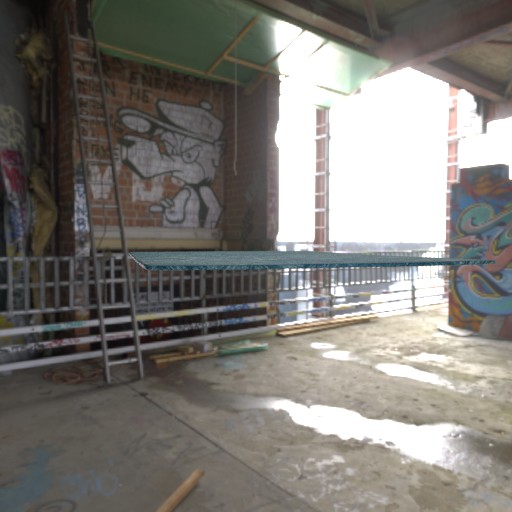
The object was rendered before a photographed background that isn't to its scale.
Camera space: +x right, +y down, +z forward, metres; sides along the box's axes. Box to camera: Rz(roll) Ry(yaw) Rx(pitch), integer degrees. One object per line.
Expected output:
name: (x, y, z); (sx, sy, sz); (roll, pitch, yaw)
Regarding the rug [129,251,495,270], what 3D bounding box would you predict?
rug: (0.000, 0.000, 2.117); (1.136, 0.017, 1.728); (-1, 2, -17)
